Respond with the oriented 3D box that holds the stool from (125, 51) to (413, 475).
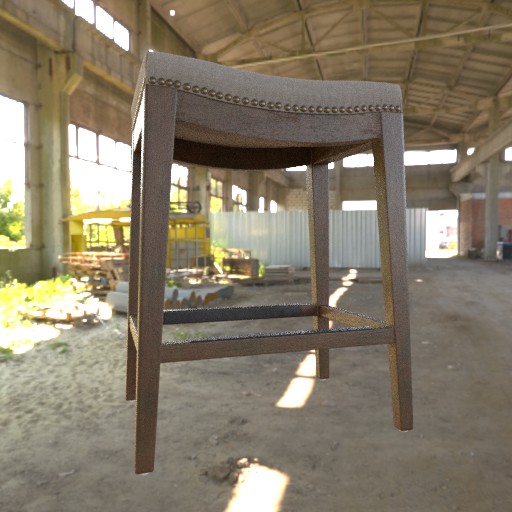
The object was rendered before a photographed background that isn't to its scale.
[{"bbox_3d":[0.000,0.000,0.913,0.508,0.660,0.356,-1,2,-19],"label":"stool"}]
